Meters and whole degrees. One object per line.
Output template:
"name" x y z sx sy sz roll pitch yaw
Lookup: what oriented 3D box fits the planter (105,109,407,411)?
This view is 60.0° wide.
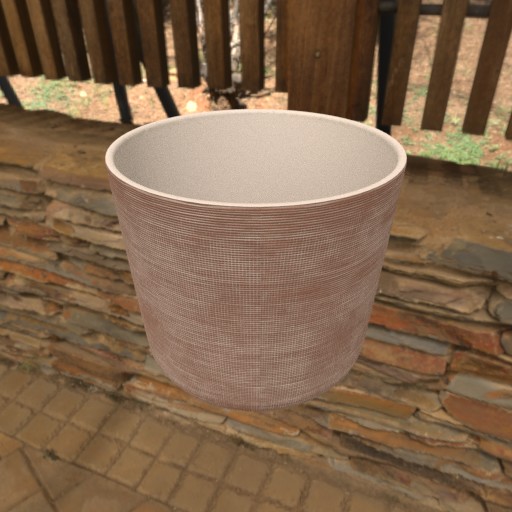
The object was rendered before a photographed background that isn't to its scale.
"planter" 0.000 0.000 0.775 0.440 0.398 0.440 0 32 0
